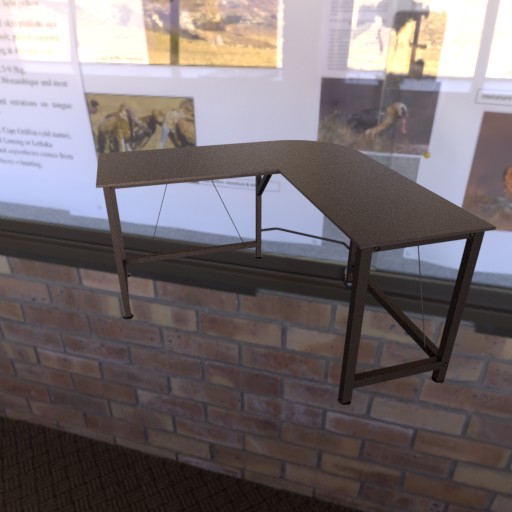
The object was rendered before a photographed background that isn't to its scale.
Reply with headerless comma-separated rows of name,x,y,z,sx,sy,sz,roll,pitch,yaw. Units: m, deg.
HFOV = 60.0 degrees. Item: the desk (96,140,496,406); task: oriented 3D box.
desk,0.000,0.000,2.200,1.400,0.762,1.400,-8,30,-14
